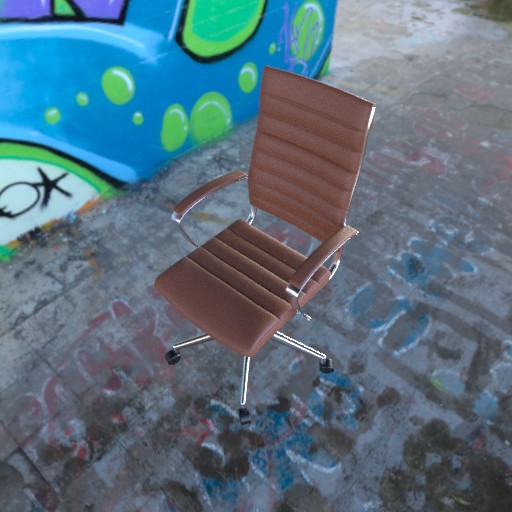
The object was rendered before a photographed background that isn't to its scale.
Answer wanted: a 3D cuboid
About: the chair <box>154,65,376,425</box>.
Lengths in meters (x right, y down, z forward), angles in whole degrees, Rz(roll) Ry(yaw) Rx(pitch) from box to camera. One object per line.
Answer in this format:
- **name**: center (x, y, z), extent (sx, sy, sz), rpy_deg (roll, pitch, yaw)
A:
- **chair**: center (0.000, 0.000, 1.708), extent (0.766, 1.149, 0.739), rpy_deg (31, 54, 27)
